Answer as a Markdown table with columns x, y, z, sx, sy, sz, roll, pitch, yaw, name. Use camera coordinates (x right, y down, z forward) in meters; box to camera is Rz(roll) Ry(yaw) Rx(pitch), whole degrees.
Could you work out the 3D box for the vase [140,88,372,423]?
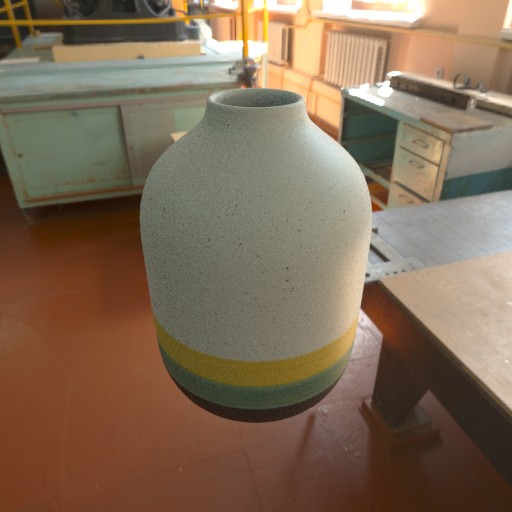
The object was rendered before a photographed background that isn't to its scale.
| x | y | z | sx | sy | sz | roll | pitch | yaw | name |
| --- | --- | --- | --- | --- | --- | --- | --- | --- | --- |
| 0.000 | 0.000 | 0.349 | 0.169 | 0.240 | 0.169 | 0 | 31 | 0 | vase |
